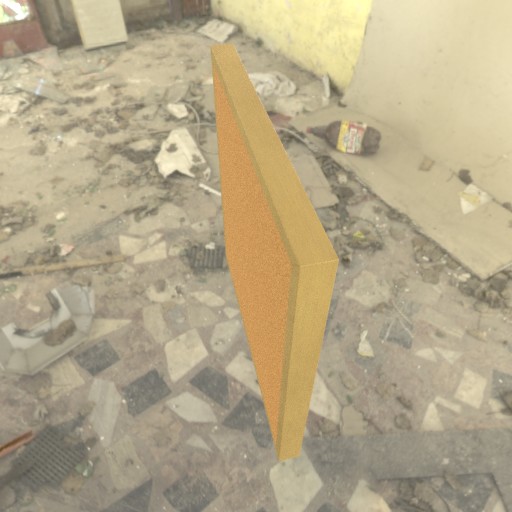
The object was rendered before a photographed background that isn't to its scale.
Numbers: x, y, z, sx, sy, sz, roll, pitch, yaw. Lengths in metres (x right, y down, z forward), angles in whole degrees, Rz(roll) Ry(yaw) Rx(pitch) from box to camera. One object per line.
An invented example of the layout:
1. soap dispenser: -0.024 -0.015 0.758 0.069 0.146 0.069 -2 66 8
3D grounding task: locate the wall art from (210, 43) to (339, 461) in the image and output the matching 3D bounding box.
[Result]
1. wall art: 0.000 0.000 0.757 0.038 0.508 0.508 -10 48 -9
